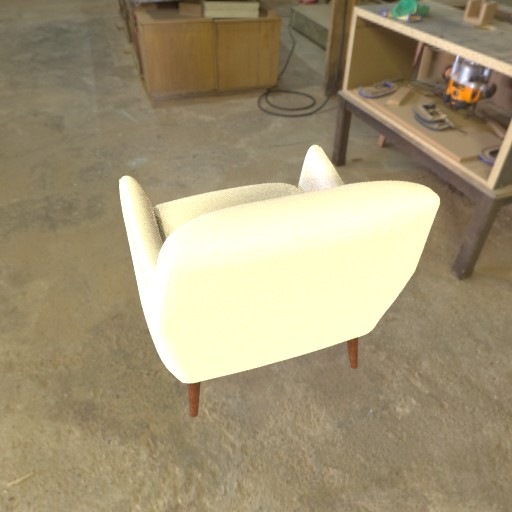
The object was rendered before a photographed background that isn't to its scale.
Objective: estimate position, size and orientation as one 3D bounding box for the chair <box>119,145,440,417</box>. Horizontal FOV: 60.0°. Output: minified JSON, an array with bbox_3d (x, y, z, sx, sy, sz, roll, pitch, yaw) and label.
[{"bbox_3d":[0.000,0.000,1.429,0.762,0.838,0.787,-12,42,-14],"label":"chair"}]
